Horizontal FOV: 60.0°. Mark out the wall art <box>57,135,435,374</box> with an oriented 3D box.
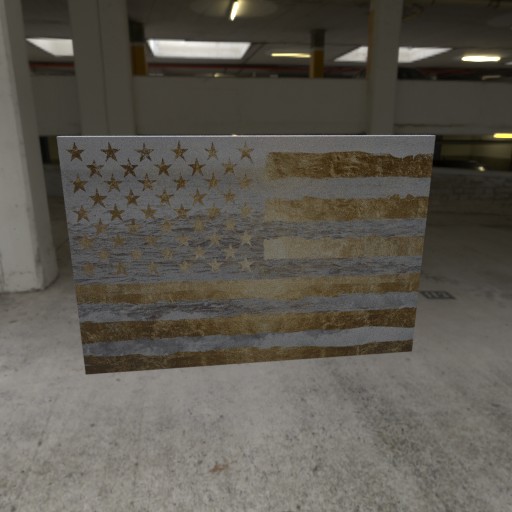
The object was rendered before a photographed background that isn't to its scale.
[{"bbox_3d":[0.000,0.000,1.456,1.145,0.762,0.041,-2,16,-8],"label":"wall art"}]
